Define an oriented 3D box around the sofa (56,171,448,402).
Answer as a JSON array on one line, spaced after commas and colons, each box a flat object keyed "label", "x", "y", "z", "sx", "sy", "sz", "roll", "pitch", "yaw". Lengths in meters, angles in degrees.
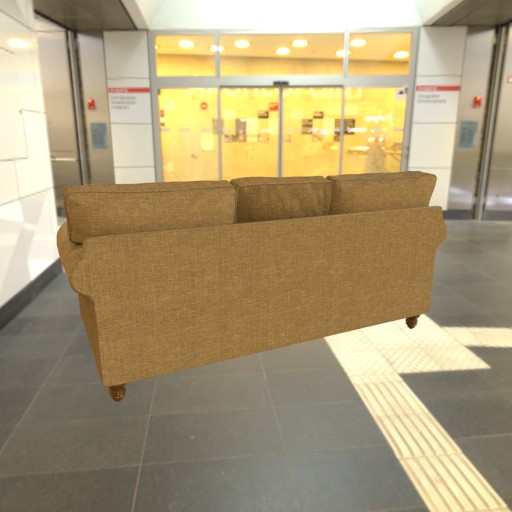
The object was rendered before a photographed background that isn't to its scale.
[{"label": "sofa", "x": 0.000, "y": 0.000, "z": 2.575, "sx": 2.084, "sy": 0.961, "sz": 0.916, "roll": -7, "pitch": 17, "yaw": -25}]
